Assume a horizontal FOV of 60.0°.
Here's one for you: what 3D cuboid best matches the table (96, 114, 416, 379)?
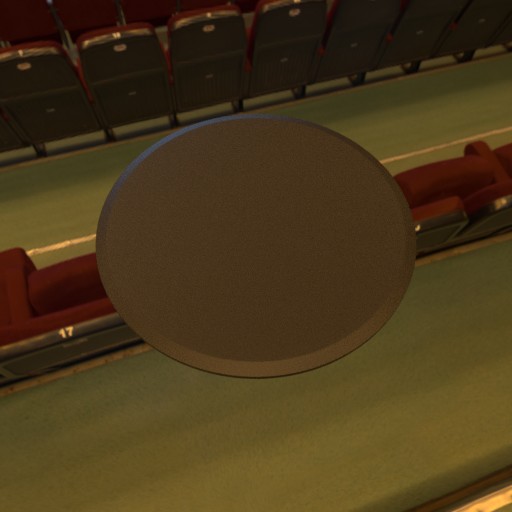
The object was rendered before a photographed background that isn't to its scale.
[{"bbox_3d":[0.000,0.000,1.426,0.900,0.400,0.900,0,58,0],"label":"table"}]
